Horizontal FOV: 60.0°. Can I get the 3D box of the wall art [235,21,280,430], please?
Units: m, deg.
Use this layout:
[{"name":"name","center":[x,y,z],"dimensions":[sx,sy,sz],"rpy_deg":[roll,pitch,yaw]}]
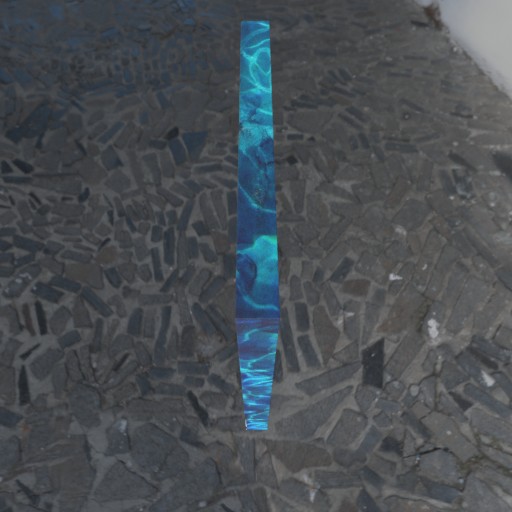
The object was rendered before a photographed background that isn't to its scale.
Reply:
[{"name":"wall art","center":[0.000,0.000,0.701],"dimensions":[0.038,0.508,0.432],"rpy_deg":[0,59,0]}]
